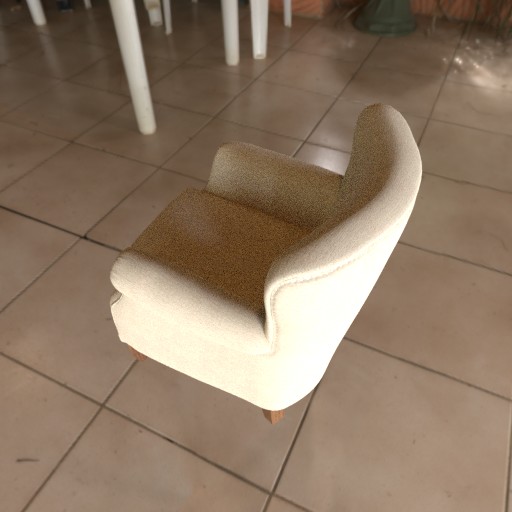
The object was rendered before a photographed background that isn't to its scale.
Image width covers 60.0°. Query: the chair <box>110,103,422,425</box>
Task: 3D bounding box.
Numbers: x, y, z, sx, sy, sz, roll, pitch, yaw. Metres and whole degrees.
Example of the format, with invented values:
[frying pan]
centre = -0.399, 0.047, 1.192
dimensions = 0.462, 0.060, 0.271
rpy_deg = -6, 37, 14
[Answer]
[chair]
centre = 0.000, 0.000, 1.588
dimensions = 0.921, 0.936, 0.861
rpy_deg = 18, 48, 17
